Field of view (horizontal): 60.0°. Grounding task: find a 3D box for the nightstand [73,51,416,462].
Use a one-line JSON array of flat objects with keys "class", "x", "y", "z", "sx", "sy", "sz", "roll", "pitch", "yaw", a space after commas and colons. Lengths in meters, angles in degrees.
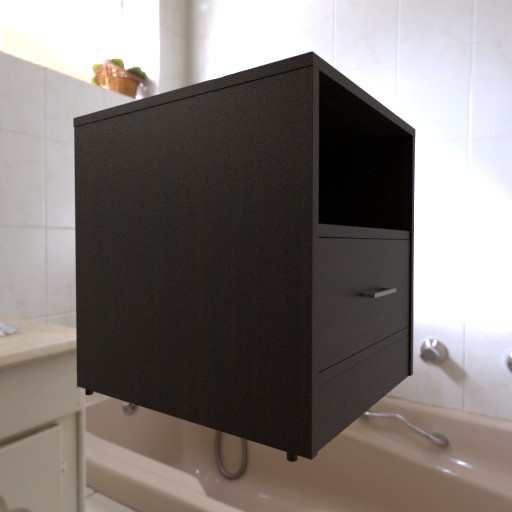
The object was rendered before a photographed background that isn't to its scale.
[{"class": "nightstand", "x": 0.000, "y": 0.000, "z": 0.773, "sx": 0.461, "sy": 0.460, "sz": 0.400, "roll": 1, "pitch": 2, "yaw": 35}]
